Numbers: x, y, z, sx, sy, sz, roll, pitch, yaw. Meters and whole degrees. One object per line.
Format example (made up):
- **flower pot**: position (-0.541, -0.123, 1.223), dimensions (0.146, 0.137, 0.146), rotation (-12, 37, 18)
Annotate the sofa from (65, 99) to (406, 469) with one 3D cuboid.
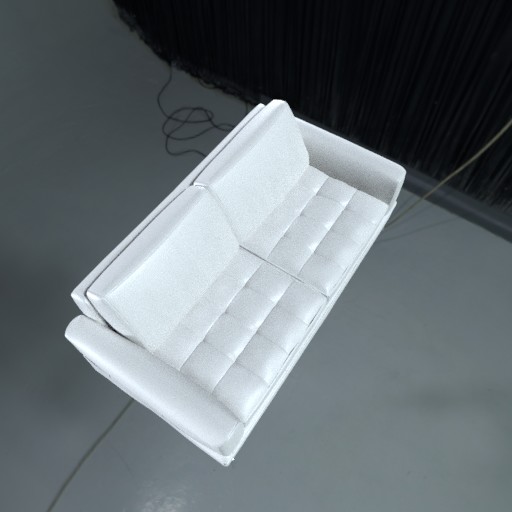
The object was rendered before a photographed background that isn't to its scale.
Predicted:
- **sofa**: position (0.000, 0.000, 2.805), dimensions (1.121, 0.930, 2.177), rotation (30, 64, 17)
